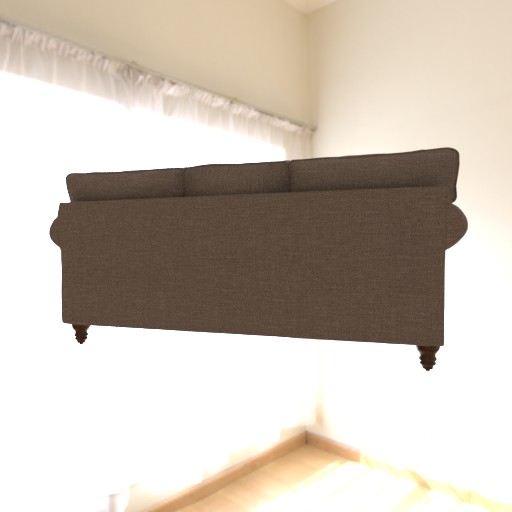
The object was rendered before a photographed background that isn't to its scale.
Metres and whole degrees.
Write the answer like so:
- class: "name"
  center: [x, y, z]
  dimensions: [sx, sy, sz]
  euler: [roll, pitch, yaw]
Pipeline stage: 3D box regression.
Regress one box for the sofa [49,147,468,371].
- class: "sofa"
  center: [0.000, 0.000, 2.502]
  dimensions: [2.084, 0.961, 0.916]
  euler: [0, 0, 18]
